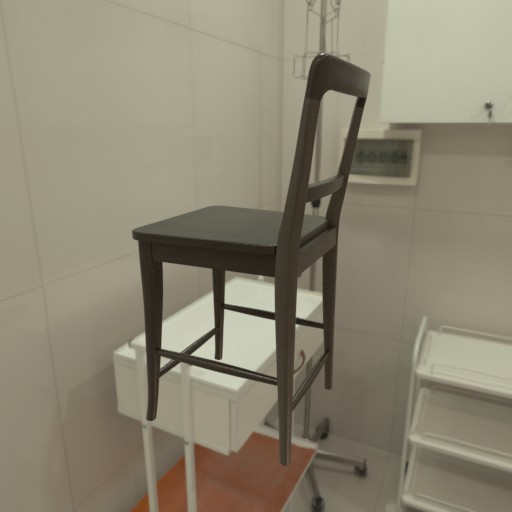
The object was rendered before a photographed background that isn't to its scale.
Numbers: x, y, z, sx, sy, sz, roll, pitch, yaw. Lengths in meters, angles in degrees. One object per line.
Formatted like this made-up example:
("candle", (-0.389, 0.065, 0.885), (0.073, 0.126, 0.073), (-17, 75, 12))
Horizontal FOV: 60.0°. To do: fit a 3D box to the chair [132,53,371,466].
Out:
("chair", (0.000, 0.000, 1.272), (0.546, 0.991, 0.450), (8, 18, 25))
